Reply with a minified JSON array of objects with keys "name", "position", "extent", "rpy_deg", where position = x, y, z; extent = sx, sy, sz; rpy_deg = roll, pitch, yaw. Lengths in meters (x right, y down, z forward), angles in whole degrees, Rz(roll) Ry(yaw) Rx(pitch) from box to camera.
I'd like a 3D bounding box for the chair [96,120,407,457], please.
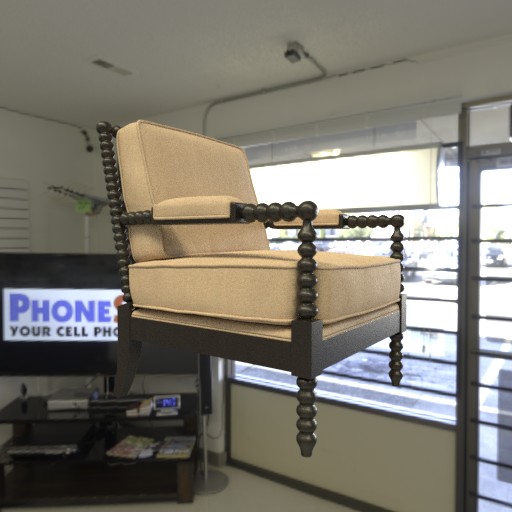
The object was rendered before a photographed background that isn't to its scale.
[{"name":"chair","position":[0.000,0.000,1.167],"extent":[0.657,0.703,0.555],"rpy_deg":[1,2,36]}]
